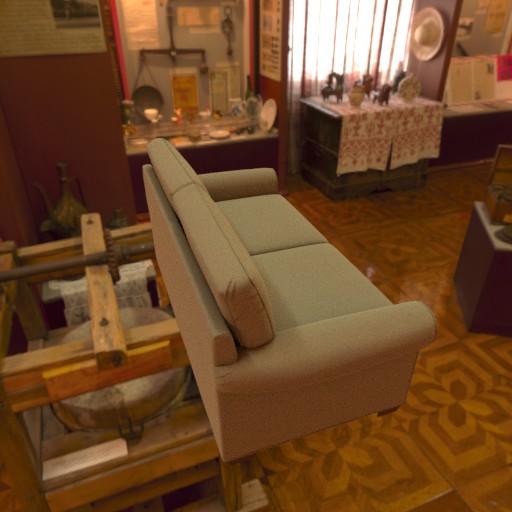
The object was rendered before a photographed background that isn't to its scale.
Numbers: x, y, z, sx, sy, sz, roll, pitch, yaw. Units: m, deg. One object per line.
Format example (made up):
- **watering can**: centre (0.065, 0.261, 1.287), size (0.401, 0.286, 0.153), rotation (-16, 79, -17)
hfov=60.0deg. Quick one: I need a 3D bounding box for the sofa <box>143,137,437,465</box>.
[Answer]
- **sofa**: centre (0.000, 0.000, 2.442), size (0.940, 0.952, 1.930), rotation (-11, 33, -17)
